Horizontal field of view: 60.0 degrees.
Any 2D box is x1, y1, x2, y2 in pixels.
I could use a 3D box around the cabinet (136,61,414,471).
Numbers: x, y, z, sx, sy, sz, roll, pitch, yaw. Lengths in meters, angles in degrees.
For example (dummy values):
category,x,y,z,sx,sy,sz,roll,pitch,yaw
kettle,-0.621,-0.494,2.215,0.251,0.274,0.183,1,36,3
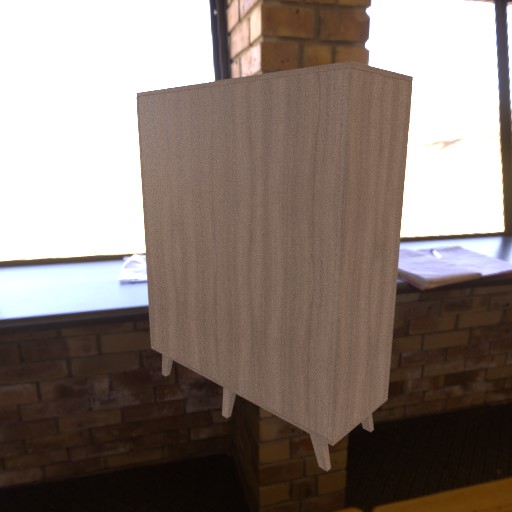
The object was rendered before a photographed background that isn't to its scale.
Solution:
category,x,y,z,sx,sy,sz,roll,pitch,yaw
cabinet,0.000,0.000,1.917,1.111,1.388,0.398,13,19,42
